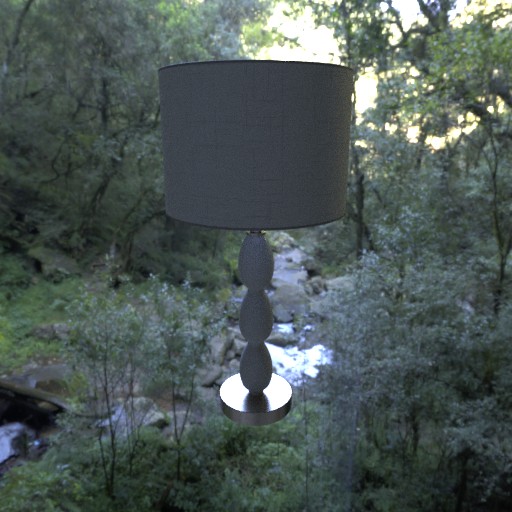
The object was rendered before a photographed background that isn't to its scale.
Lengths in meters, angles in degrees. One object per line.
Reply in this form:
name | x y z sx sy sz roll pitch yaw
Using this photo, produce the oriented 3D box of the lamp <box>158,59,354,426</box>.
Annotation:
lamp | 0.000 0.000 0.726 0.280 0.559 0.282 8 19 23
